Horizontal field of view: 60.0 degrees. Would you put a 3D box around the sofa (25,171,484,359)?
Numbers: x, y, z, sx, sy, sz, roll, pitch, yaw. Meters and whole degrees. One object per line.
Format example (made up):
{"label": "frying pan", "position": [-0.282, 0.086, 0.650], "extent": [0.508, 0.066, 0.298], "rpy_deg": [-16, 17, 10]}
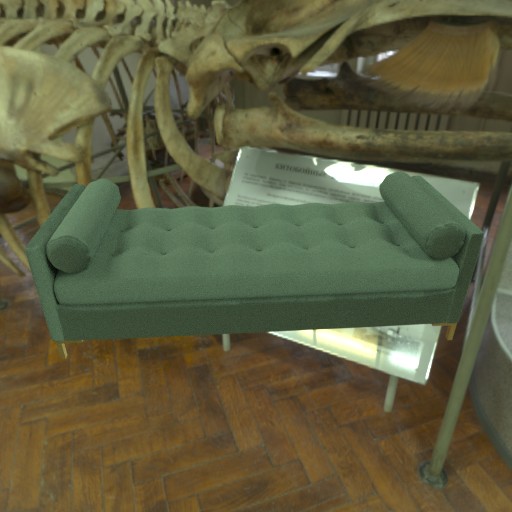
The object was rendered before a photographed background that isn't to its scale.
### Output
{"label": "sofa", "position": [0.000, 0.000, 2.457], "extent": [2.102, 0.705, 0.796], "rpy_deg": [-2, 30, -4]}
